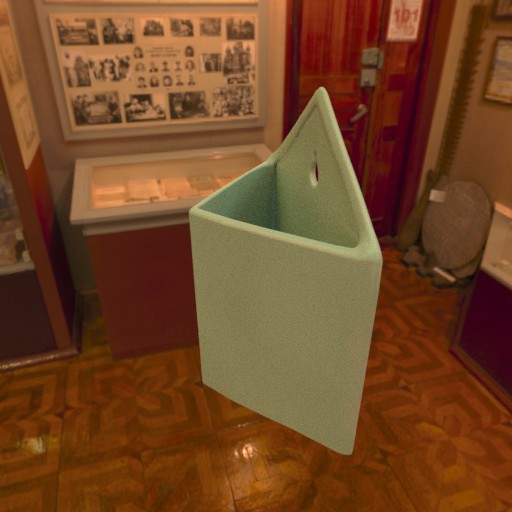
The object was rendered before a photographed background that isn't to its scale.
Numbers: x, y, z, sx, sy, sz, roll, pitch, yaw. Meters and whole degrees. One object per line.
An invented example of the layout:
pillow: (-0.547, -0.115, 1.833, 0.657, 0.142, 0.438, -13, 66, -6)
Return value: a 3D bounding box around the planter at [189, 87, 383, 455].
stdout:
planter: (0.000, 0.000, 0.278, 0.079, 0.197, 0.164, -8, 30, -13)
